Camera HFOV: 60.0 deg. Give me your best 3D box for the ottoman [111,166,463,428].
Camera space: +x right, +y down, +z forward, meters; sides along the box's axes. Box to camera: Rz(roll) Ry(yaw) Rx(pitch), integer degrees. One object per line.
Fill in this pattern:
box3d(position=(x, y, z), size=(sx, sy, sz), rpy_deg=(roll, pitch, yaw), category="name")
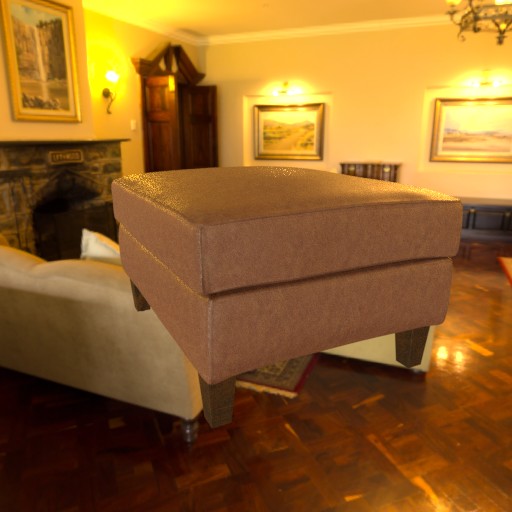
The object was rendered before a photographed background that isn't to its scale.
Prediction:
box3d(position=(0.000, 0.000, 1.254), size=(0.650, 0.485, 0.851), rpy_deg=(-8, 17, -26), category="ottoman")
